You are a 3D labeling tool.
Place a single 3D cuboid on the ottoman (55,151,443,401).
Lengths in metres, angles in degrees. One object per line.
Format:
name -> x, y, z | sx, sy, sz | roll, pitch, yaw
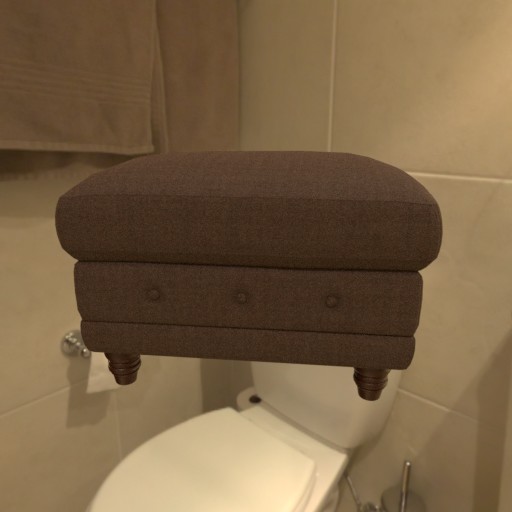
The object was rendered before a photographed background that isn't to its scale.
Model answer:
ottoman -> 0.000, 0.000, 1.213 | 0.809, 0.555, 0.599 | 2, 17, 6
